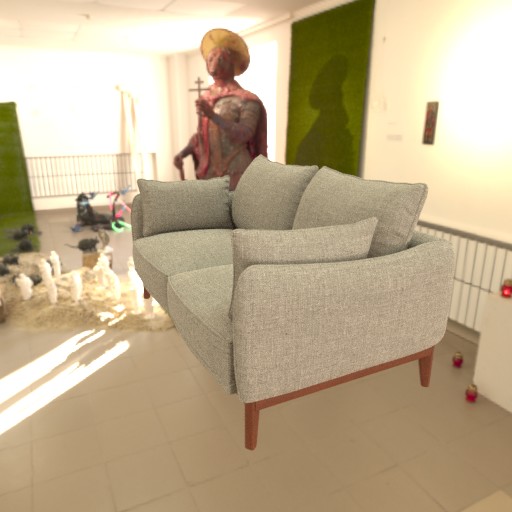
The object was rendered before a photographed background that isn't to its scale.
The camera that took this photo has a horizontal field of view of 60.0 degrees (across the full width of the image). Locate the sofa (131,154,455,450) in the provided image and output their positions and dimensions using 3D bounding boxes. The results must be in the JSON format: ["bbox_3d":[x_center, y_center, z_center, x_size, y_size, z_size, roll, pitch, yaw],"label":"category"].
[{"bbox_3d":[0.000,0.000,2.171,0.972,0.851,1.580,-9,19,-26],"label":"sofa"}]
